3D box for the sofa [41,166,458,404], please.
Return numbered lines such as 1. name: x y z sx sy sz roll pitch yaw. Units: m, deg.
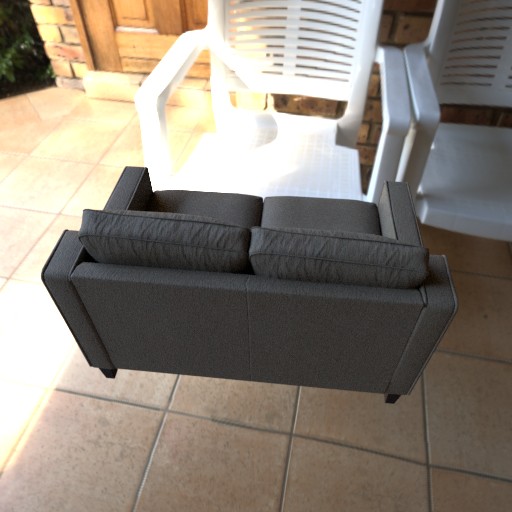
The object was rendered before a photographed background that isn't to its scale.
1. sofa: 0.000 0.000 2.145 1.503 0.981 0.985 4 47 4
